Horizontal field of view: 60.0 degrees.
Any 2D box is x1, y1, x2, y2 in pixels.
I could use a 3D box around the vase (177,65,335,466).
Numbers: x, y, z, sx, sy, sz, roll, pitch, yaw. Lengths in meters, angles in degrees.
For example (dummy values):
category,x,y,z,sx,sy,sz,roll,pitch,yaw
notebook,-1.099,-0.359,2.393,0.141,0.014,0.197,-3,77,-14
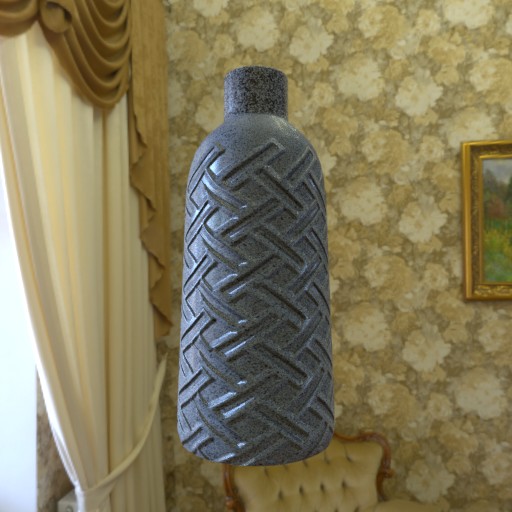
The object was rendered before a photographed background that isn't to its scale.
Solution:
category,x,y,z,sx,sy,sz,roll,pitch,yaw
vase,0.000,0.000,0.351,0.122,0.282,0.122,0,-1,0
